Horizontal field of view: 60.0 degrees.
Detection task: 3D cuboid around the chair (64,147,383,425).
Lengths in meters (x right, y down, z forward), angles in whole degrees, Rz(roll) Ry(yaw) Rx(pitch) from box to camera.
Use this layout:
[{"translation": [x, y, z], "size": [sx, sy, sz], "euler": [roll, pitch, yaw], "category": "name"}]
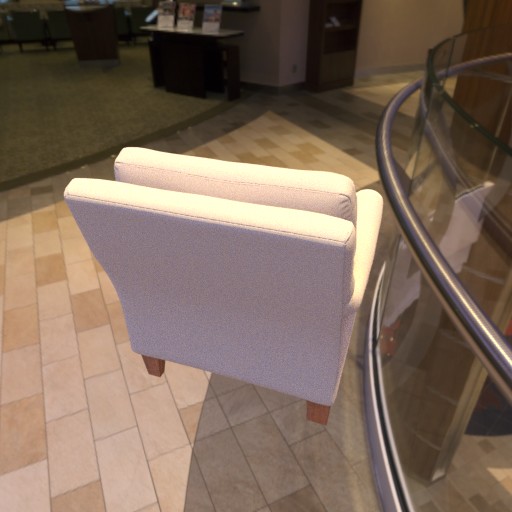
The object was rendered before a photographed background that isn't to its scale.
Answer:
[{"translation": [0.000, 0.000, 1.876], "size": [0.955, 1.038, 1.070], "euler": [11, 34, 16], "category": "chair"}]
